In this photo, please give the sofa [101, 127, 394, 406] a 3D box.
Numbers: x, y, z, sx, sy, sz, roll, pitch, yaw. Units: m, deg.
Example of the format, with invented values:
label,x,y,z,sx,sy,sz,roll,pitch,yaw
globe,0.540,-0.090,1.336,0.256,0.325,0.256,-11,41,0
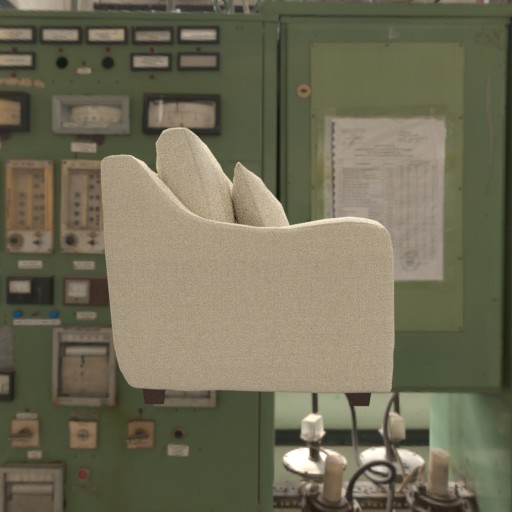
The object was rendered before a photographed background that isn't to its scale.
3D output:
label,x,y,z,sx,sy,sz,roll,pitch,yaw
sofa,0.000,0.000,2.358,1.040,1.047,1.744,0,1,2
